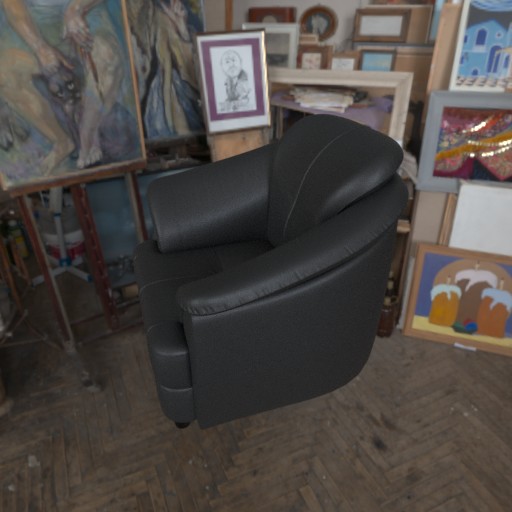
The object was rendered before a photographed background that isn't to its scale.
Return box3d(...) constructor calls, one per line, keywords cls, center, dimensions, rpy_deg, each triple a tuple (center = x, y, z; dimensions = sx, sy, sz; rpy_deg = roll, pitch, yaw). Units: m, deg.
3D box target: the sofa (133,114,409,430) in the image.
box3d(cls="sofa", center=(0.000, 0.000, 1.495), dimensions=(0.794, 0.811, 0.870), rpy_deg=(-9, 31, -16))
